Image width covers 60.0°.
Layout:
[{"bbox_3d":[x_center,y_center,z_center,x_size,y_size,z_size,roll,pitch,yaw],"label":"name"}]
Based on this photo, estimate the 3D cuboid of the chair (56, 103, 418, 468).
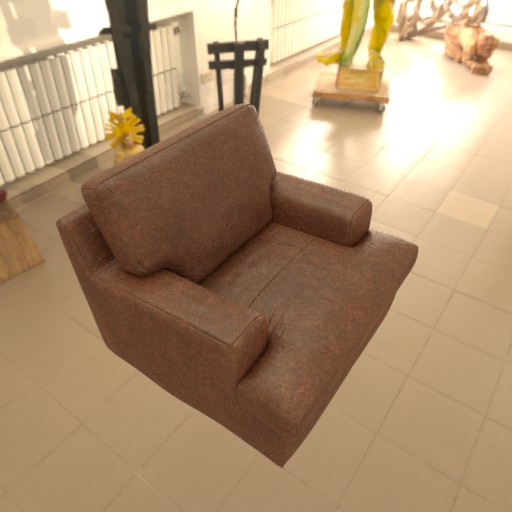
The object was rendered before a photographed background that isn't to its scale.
[{"bbox_3d":[0.000,0.000,1.980,1.143,0.939,1.168,25,46,26],"label":"chair"}]
